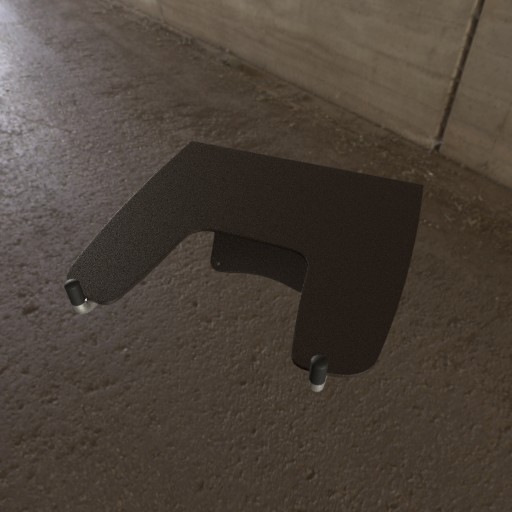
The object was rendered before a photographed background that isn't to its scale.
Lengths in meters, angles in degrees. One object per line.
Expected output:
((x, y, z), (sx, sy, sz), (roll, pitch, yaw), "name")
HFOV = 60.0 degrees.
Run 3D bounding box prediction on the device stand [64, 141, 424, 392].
((0.000, 0.000, 0.356), (0.230, 0.092, 0.230), (14, 44, 16), "device stand")
